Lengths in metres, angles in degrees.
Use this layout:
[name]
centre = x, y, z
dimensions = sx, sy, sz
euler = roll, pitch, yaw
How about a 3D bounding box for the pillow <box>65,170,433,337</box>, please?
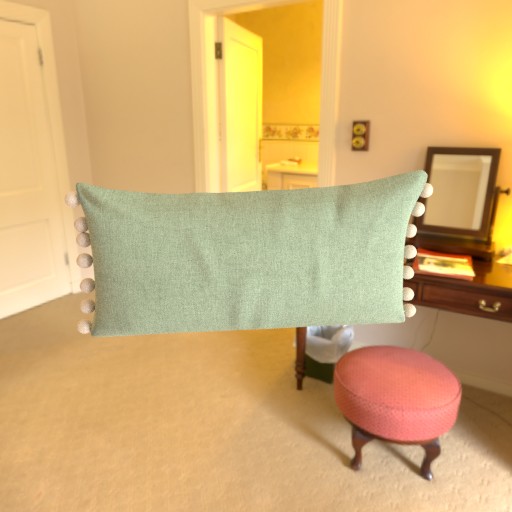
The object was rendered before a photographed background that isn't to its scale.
[pillow]
centre = 0.000, 0.000, 0.864
dimensions = 0.709, 0.322, 0.201
euler = -2, 17, -6
